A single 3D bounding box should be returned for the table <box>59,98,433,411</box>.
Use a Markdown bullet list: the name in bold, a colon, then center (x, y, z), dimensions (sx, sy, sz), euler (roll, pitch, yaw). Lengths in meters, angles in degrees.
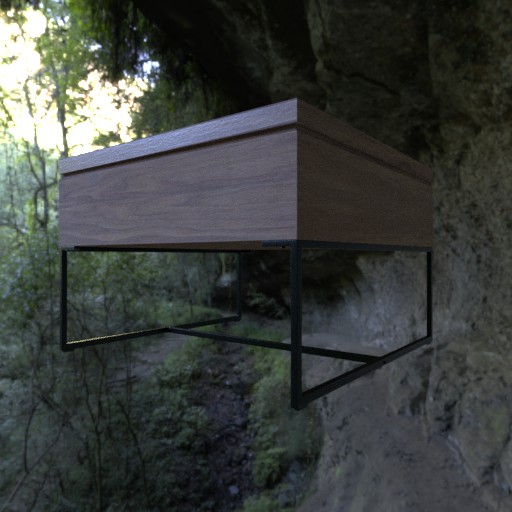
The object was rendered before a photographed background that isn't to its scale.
- **table**: center (0.000, 0.000, 1.126), dimensions (0.679, 0.464, 0.676), euler (0, 0, 38)
